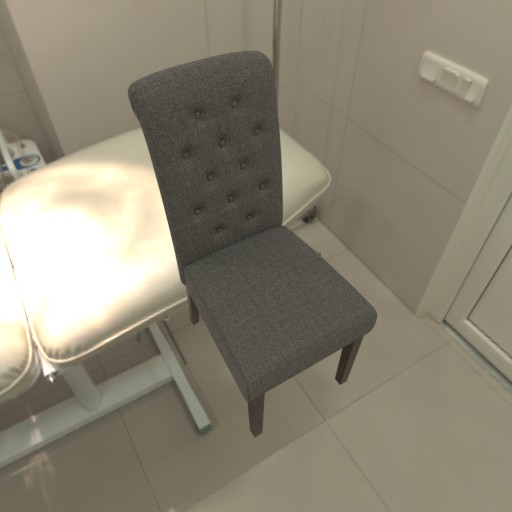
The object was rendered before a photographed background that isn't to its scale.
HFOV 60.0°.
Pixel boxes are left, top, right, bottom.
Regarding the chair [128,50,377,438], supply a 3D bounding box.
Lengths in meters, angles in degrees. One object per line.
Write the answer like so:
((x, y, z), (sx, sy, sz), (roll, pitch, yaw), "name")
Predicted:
((0.000, 0.000, 1.388), (0.456, 1.006, 0.671), (-24, 52, -20), "chair")
